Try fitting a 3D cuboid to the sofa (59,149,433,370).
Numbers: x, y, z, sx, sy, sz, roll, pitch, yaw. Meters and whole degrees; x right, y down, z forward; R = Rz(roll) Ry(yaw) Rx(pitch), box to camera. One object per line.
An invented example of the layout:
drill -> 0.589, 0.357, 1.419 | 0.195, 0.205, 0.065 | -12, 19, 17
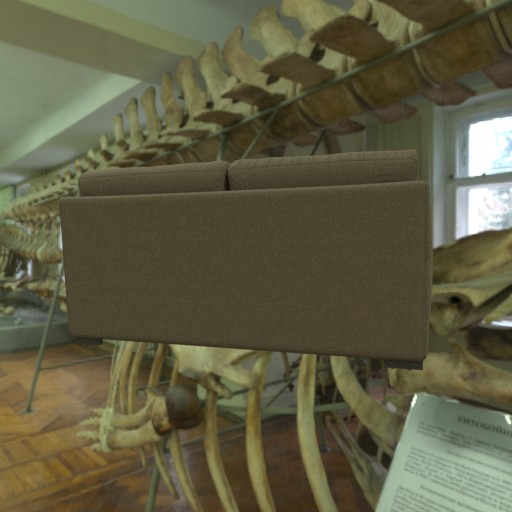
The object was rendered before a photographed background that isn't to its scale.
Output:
sofa -> 0.000, 0.000, 2.555 | 1.869, 0.950, 1.140 | 0, 1, 18
